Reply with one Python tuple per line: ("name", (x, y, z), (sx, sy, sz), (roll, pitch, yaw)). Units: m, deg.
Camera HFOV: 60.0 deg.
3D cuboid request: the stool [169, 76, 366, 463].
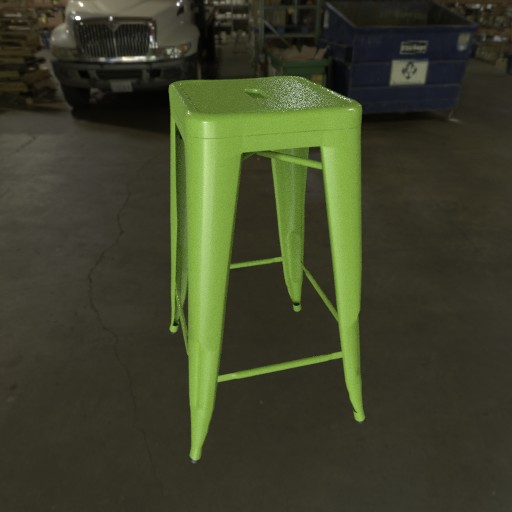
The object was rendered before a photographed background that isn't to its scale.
("stool", (0.000, 0.000, 0.860), (0.358, 0.609, 0.398), (-8, 31, -13))
